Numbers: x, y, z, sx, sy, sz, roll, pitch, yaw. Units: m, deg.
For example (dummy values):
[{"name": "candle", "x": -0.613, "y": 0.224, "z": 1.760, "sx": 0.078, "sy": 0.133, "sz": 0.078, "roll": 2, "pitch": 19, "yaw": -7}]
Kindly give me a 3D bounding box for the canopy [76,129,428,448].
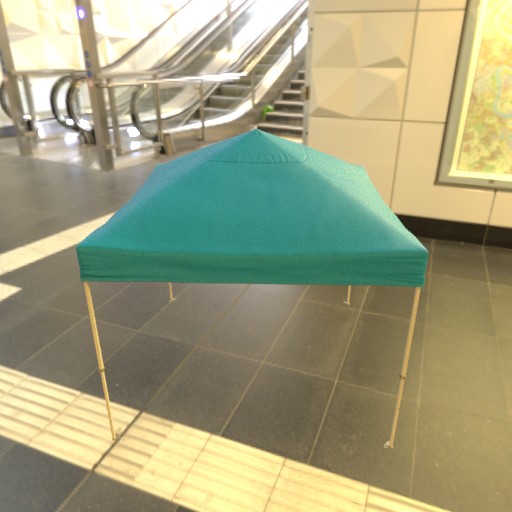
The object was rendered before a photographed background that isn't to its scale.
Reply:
[{"name": "canopy", "x": 0.000, "y": 0.000, "z": 5.374, "sx": 2.998, "sy": 2.997, "sz": 2.996, "roll": 1, "pitch": 25, "yaw": 2}]
